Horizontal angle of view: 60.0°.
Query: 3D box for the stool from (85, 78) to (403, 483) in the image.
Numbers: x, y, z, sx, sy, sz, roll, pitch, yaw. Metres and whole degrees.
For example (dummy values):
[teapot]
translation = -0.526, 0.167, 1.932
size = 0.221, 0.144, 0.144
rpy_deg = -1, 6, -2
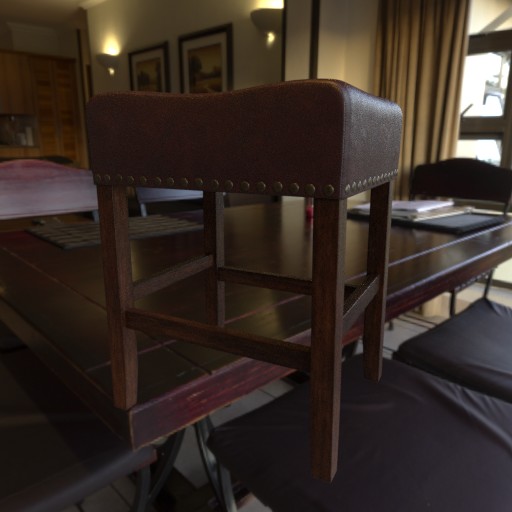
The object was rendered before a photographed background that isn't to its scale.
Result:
[stool]
translation = 0.000, 0.000, 0.889
size = 0.465, 0.608, 0.397
rpy_deg = 7, 16, 26
